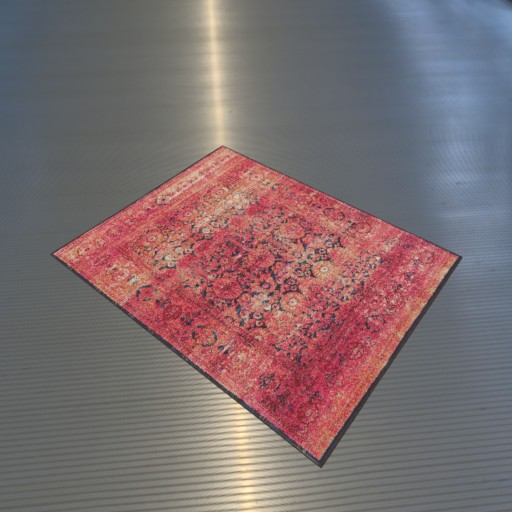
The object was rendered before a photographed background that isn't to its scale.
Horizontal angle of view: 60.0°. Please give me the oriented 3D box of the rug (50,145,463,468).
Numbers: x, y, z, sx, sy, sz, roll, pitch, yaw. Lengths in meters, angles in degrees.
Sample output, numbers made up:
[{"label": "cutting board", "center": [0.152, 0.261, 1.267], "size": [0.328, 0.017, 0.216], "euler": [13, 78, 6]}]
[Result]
[{"label": "rug", "center": [0.000, 0.000, 4.151], "size": [3.032, 0.020, 2.411], "euler": [30, 53, 26]}]
